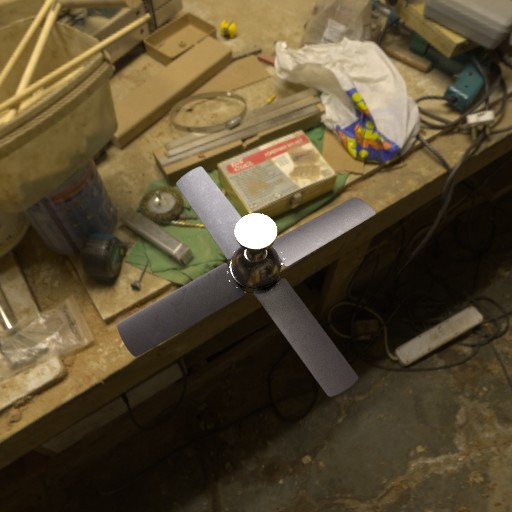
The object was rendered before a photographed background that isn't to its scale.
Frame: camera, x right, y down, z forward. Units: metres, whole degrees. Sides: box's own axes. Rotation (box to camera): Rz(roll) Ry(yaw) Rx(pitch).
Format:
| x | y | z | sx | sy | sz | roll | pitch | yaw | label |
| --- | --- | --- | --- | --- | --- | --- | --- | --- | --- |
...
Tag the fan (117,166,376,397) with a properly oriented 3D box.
| x | y | z | sx | sy | sz | roll | pitch | yaw | label |
| --- | --- | --- | --- | --- | --- | --- | --- | --- | --- |
| 0.000 | 0.000 | 1.963 | 1.332 | 0.403 | 1.332 | -29 | 64 | -16 | fan |
